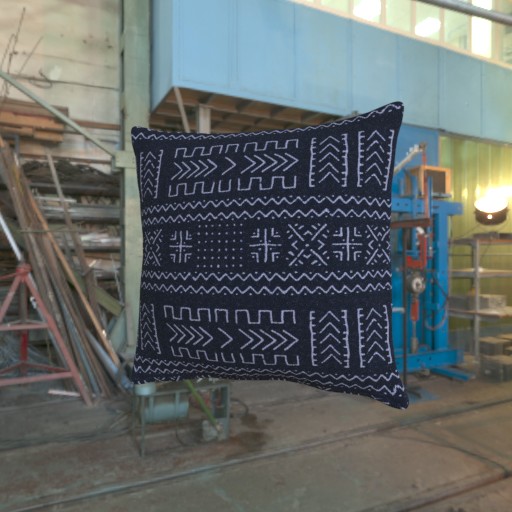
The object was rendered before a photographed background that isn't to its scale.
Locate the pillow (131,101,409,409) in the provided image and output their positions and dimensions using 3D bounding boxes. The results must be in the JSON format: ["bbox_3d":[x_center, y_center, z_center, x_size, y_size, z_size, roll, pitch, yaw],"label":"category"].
[{"bbox_3d":[0.000,0.000,0.671,0.438,0.430,0.164,0,0,18],"label":"pillow"}]
